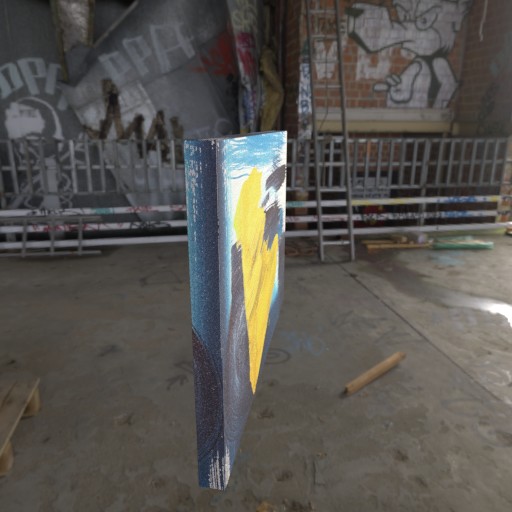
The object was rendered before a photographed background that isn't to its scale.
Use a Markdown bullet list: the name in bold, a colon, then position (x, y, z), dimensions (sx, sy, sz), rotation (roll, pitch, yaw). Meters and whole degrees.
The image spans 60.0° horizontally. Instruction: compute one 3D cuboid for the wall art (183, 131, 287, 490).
- **wall art**: position (0.000, 0.000, 0.763), dimensions (0.033, 0.406, 0.609), rotation (3, 17, 10)
